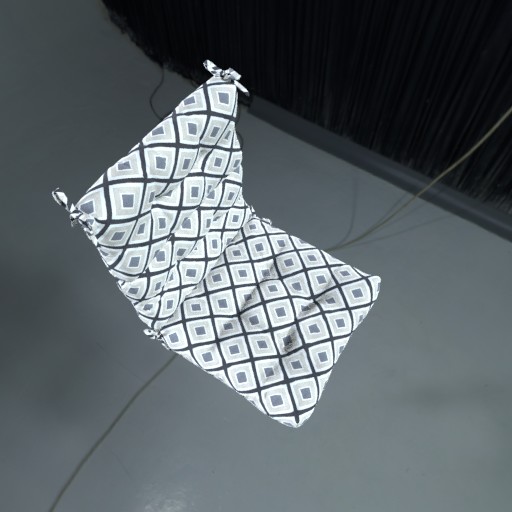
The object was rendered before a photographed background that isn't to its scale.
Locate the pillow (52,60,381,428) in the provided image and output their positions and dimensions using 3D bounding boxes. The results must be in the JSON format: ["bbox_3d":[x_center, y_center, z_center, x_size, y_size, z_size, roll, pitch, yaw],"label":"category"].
[{"bbox_3d":[0.000,0.000,1.054,0.571,0.605,0.519,29,63,16],"label":"pillow"}]
